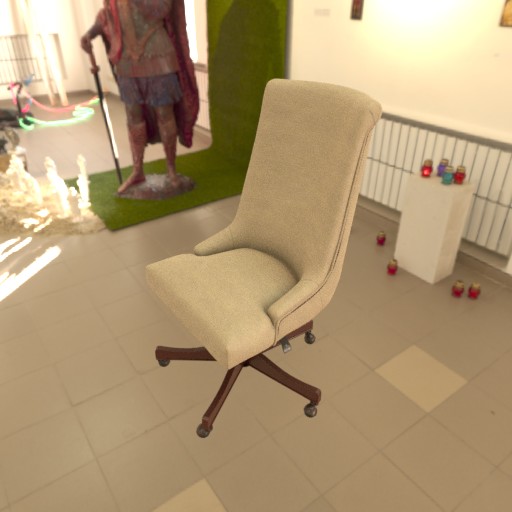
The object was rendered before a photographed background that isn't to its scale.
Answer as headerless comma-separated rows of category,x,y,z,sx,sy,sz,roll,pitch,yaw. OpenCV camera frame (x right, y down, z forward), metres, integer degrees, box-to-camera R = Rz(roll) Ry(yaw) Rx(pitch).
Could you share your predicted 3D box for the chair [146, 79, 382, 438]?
chair,0.000,0.000,1.474,0.696,1.010,0.645,-21,37,-30
